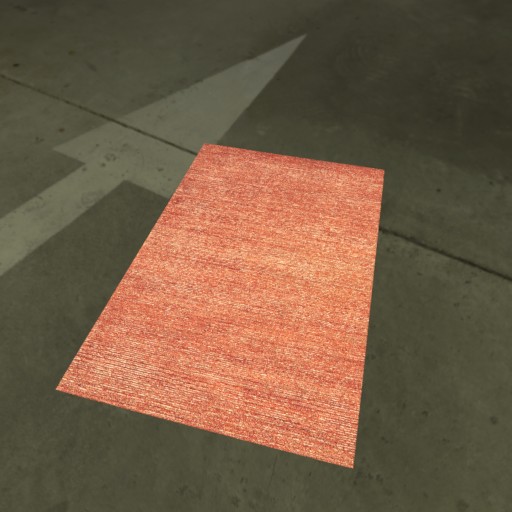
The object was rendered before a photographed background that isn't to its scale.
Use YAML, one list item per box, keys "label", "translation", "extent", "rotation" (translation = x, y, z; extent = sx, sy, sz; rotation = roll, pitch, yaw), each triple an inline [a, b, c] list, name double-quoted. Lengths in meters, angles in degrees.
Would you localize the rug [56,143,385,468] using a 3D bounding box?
- label: "rug"
  translation: [0.000, 0.000, 2.179]
  extent: [1.139, 0.011, 1.747]
  rotation: [11, 48, 10]
